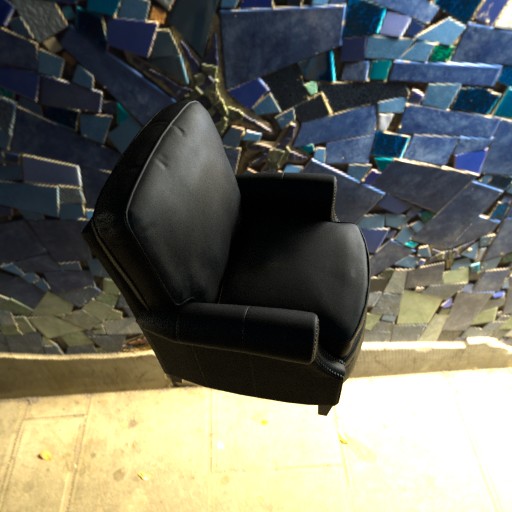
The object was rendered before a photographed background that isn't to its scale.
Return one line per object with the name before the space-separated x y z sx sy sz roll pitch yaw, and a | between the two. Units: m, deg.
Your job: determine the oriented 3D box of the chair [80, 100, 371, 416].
chair | 0.000 0.000 1.781 0.986 1.018 0.936 8 47 8
